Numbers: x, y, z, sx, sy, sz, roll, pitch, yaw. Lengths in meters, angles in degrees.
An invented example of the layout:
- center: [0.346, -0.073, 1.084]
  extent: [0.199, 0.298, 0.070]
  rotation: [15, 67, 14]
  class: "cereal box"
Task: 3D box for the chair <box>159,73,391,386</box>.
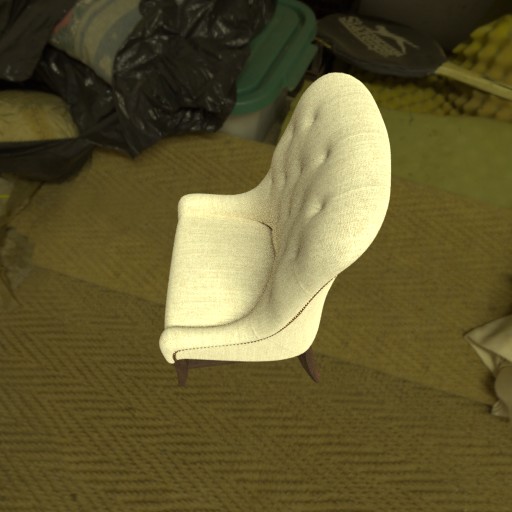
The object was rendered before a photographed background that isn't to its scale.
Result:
- center: [0.000, 0.000, 1.491]
  extent: [0.629, 1.091, 0.634]
  rotation: [1, 58, 0]
  class: "chair"
